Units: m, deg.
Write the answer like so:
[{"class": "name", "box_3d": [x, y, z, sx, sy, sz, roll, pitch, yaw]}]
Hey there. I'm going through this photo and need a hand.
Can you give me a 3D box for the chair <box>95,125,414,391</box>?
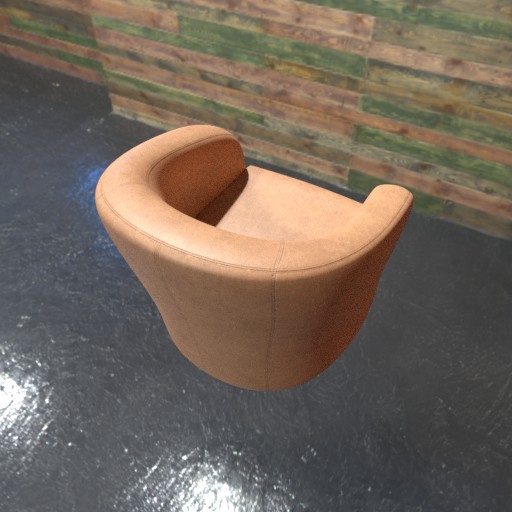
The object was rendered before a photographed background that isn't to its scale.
[{"class": "chair", "box_3d": [0.000, 0.000, 1.435, 0.791, 0.771, 0.815, 23, 51, 21]}]
